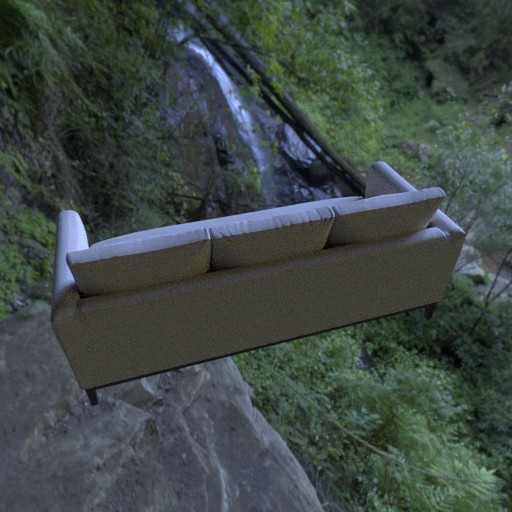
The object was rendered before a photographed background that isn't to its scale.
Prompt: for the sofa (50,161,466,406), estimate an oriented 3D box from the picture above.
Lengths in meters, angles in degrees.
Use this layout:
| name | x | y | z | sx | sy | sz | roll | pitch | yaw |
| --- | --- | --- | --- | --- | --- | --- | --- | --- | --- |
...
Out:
| name | x | y | z | sx | sy | sz | roll | pitch | yaw |
| --- | --- | --- | --- | --- | --- | --- | --- | --- | --- |
| sofa | 0.000 | 0.000 | 2.664 | 2.198 | 0.911 | 0.902 | -11 | 40 | -13 |
